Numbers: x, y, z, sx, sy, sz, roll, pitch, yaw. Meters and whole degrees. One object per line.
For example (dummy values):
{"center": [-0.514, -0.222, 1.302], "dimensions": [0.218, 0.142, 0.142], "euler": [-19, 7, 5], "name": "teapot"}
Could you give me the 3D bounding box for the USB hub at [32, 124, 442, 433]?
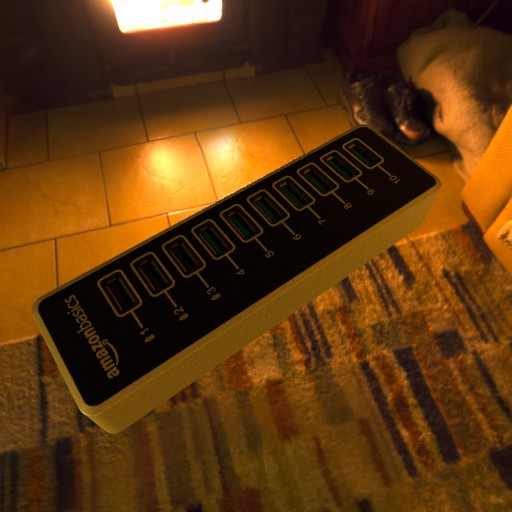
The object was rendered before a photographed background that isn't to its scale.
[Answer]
{"center": [0.000, 0.000, 0.161], "dimensions": [0.145, 0.023, 0.044], "euler": [-31, 62, -19], "name": "USB hub"}
